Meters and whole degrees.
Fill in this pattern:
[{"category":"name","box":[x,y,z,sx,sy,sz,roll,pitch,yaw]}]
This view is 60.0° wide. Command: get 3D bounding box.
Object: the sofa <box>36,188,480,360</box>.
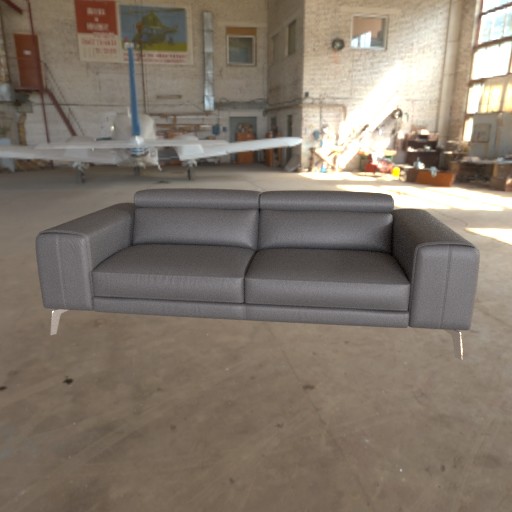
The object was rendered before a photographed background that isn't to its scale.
[{"category":"sofa","box":[0.000,0.000,2.782,2.321,0.759,1.023,2,16,7]}]
